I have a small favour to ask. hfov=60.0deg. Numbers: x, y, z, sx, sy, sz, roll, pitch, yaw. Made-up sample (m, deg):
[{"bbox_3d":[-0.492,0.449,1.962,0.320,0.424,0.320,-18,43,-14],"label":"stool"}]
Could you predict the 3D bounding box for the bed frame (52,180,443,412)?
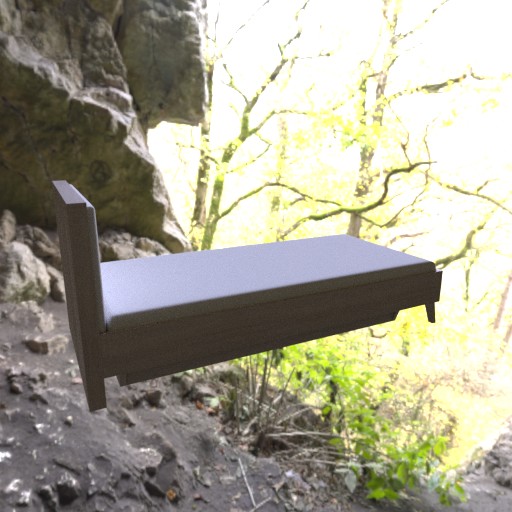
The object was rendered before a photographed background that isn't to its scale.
[{"bbox_3d":[0.000,0.000,2.720,2.140,0.920,0.990,-8,17,-26],"label":"bed frame"}]
